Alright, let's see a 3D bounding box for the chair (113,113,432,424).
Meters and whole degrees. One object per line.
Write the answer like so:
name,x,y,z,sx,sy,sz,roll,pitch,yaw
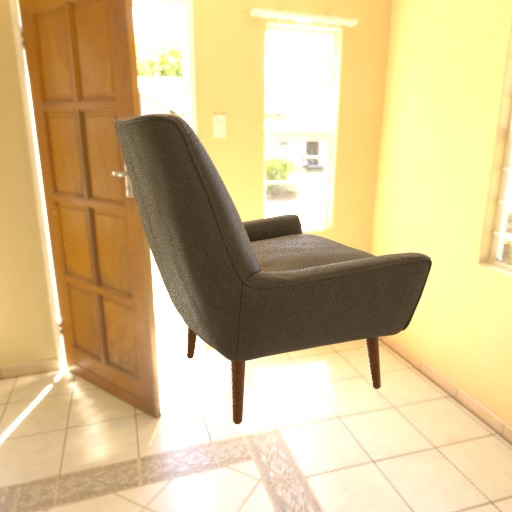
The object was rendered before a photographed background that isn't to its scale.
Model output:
chair,0.000,0.000,1.478,0.822,0.888,0.787,-8,17,-26
